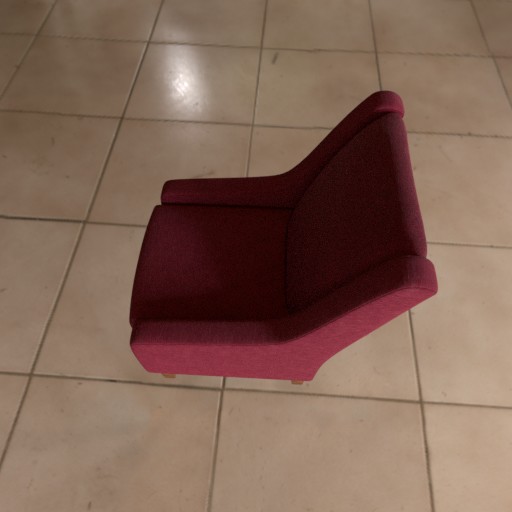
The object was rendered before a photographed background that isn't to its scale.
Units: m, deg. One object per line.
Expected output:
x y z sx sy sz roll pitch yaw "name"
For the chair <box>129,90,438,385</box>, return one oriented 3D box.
0.000 0.000 1.758 0.985 1.017 0.793 2 58 2 "chair"
